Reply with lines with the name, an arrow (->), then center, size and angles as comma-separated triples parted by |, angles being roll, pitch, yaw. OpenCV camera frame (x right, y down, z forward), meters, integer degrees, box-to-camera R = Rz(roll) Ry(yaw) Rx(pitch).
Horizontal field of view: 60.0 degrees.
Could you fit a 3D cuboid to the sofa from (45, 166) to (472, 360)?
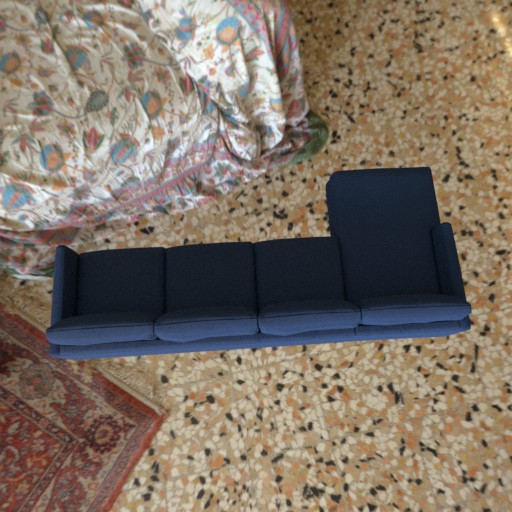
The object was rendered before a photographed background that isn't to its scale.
sofa -> 0.000, 0.000, 2.815 | 2.450, 0.679, 1.128 | -4, 74, -1
